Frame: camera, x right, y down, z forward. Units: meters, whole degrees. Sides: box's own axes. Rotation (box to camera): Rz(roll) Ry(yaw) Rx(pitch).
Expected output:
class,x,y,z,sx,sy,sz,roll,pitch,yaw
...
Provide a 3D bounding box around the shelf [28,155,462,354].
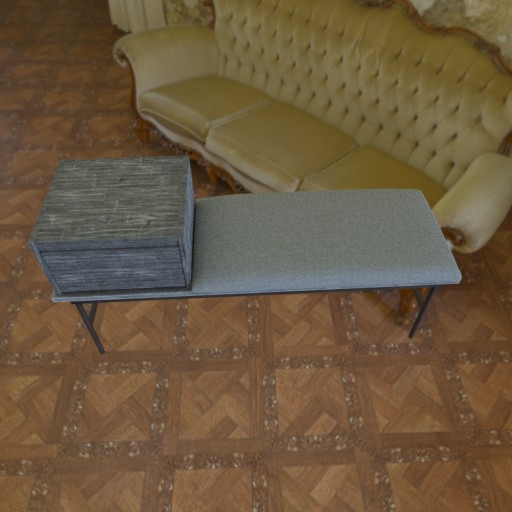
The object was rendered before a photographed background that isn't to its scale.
class,x,y,z,sx,sy,sz,roll,pitch,yaw
shelf,0.000,0.000,1.650,1.342,0.633,0.457,-2,48,-2
